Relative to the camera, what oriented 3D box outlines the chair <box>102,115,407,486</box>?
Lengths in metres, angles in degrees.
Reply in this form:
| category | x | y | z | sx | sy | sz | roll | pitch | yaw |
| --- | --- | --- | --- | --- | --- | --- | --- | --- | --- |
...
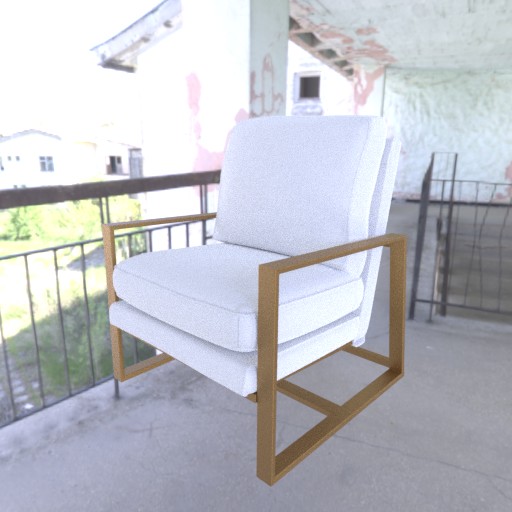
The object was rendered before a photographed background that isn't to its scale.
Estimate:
| category | x | y | z | sx | sy | sz | roll | pitch | yaw |
| --- | --- | --- | --- | --- | --- | --- | --- | --- | --- |
| chair | 0.000 | 0.000 | 1.562 | 0.805 | 0.966 | 0.813 | 14 | 20 | 41 |
